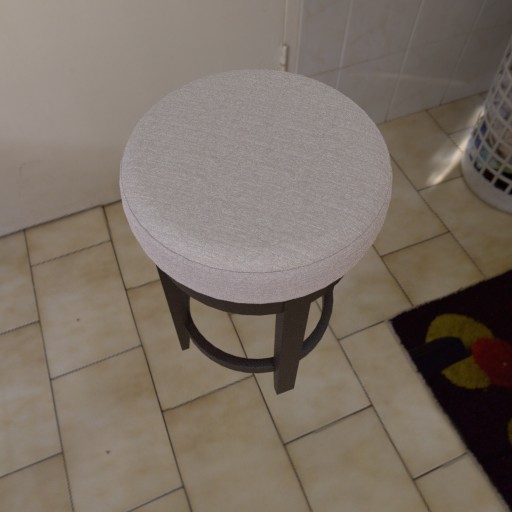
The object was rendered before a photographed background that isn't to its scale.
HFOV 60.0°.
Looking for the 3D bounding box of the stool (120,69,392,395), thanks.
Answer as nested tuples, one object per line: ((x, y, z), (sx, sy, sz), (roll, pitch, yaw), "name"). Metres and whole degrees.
((0.000, 0.000, 0.963), (0.443, 0.672, 0.443), (0, 59, 0), "stool")
